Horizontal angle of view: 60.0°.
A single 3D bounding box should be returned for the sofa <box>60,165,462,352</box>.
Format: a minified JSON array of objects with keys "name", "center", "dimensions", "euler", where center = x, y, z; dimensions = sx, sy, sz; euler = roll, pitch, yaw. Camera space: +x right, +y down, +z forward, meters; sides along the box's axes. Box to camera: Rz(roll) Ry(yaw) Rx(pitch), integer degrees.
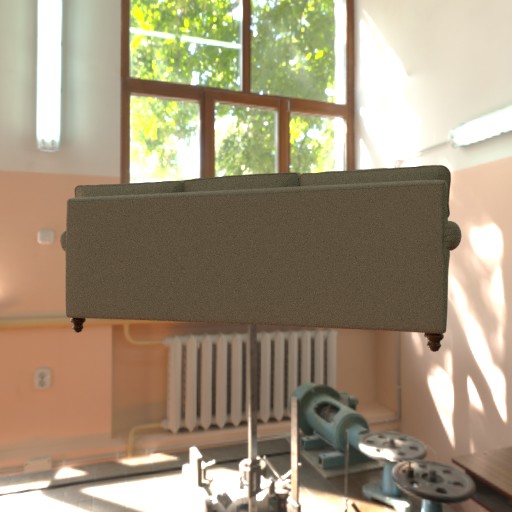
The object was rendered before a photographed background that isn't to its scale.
[{"name":"sofa","center":[0.000,0.000,2.840],"dimensions":[2.354,0.948,0.966],"euler":[0,-1,17]}]
